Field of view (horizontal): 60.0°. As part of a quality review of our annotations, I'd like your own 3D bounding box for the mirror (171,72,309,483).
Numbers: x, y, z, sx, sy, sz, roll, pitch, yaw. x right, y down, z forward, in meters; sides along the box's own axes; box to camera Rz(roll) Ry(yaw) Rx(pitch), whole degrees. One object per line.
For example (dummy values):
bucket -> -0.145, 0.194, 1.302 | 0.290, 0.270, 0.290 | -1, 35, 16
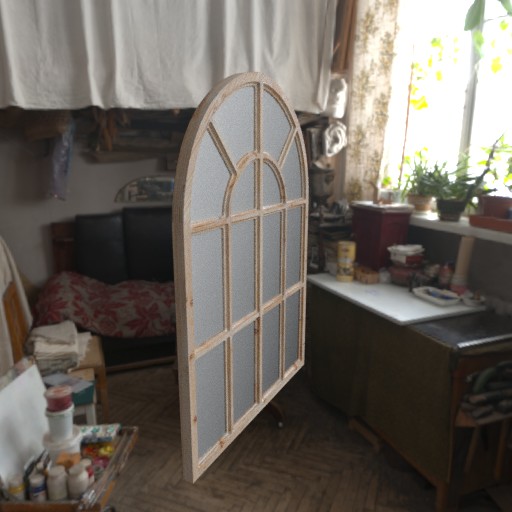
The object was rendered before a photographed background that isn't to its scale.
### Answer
mirror -> 0.000, 0.000, 1.191 | 0.032, 0.920, 0.660 | 7, 15, 27
